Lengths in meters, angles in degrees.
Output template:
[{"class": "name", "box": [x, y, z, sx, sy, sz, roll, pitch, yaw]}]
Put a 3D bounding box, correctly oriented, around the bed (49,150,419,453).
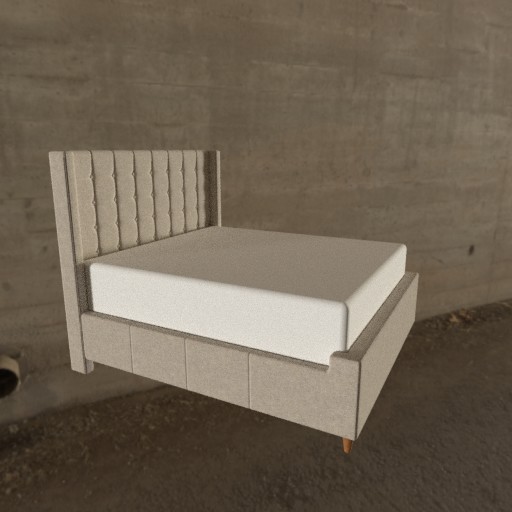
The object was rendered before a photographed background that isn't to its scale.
[{"class": "bed", "box": [0.000, 0.000, 3.753, 2.370, 1.743, 2.045, 7, 15, 27]}]
